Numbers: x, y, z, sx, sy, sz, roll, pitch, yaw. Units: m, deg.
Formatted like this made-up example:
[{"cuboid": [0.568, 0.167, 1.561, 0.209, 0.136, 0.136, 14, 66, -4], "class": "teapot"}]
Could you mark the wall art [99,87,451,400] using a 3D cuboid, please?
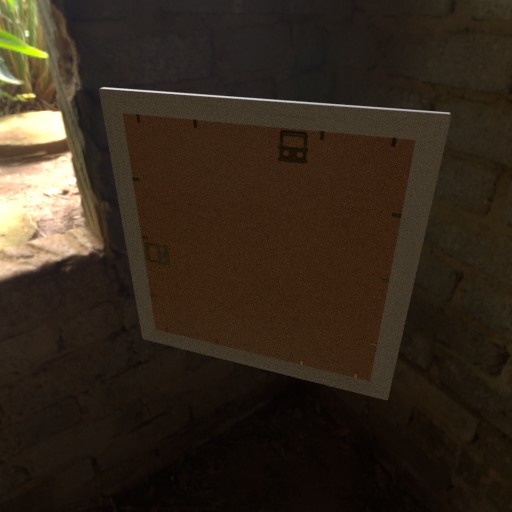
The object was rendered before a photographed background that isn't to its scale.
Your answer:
[{"cuboid": [0.000, 0.000, 0.859, 0.584, 0.584, 0.013, 10, 33, 16], "class": "wall art"}]
